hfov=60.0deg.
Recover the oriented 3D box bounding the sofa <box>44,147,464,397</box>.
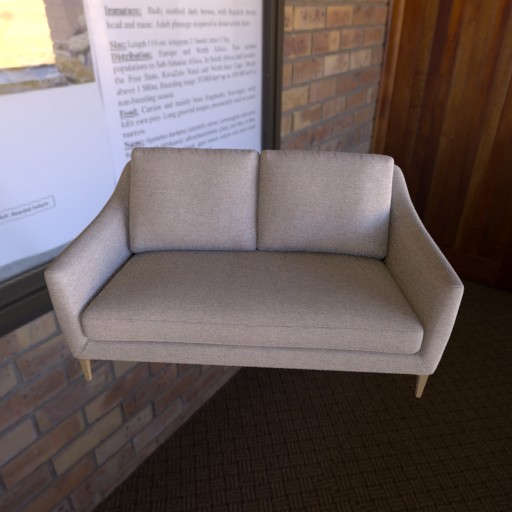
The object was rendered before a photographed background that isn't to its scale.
[{"bbox_3d":[0.000,0.000,2.158,1.619,0.904,0.960,2,29,3],"label":"sofa"}]
